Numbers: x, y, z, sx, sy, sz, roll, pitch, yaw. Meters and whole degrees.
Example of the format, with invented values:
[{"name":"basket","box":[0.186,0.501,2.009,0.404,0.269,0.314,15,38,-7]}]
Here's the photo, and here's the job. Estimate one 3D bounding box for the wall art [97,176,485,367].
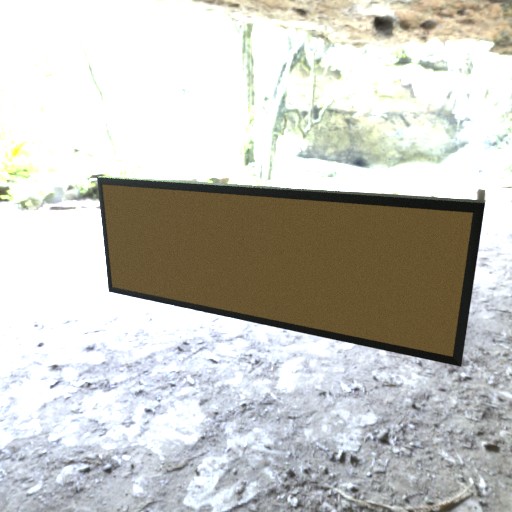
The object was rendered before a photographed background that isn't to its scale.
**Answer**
[{"name":"wall art","box":[0.000,0.000,0.971,0.860,0.303,0.037,8,18,25]}]
